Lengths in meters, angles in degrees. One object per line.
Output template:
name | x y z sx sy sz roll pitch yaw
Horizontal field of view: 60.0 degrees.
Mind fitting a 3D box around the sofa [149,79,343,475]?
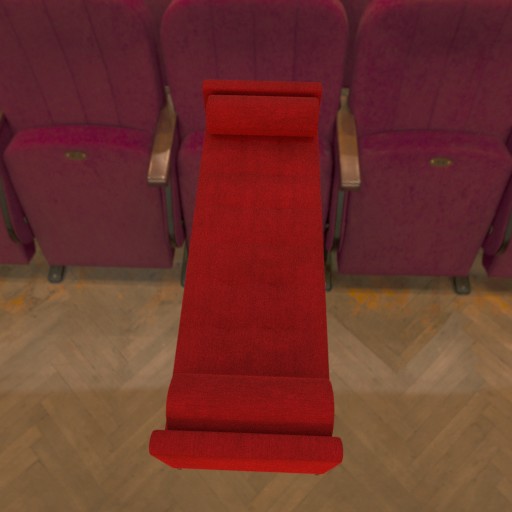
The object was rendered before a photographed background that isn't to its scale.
sofa | 0.000 0.000 2.290 0.686 0.635 1.981 2 60 1
